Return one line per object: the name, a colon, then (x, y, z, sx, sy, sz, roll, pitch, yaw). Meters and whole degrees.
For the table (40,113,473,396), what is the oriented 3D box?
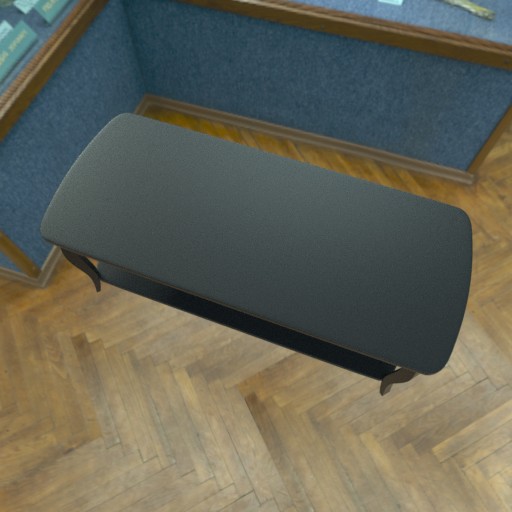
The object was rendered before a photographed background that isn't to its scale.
table: (0.000, 0.000, 1.604, 1.333, 0.457, 0.571, 18, 64, 9)
